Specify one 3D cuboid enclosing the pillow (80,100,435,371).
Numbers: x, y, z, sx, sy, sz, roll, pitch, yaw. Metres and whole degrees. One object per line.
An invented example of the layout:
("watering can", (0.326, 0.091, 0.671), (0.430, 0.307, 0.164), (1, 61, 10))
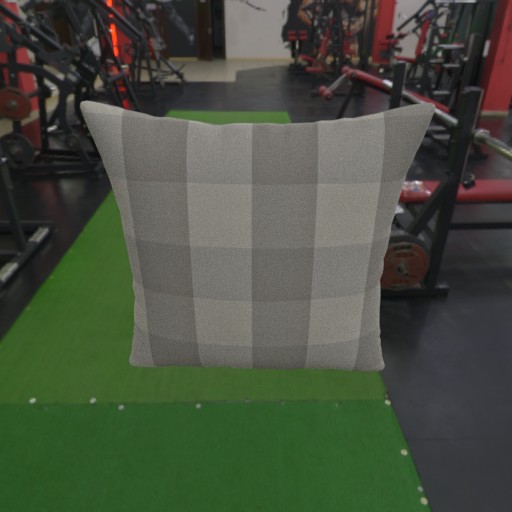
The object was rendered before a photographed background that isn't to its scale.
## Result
("pillow", (0.000, 0.000, 0.761), (0.511, 0.509, 0.161), (1, 30, 1))
